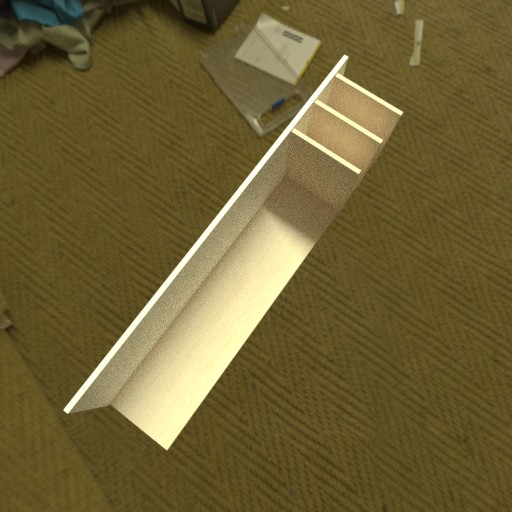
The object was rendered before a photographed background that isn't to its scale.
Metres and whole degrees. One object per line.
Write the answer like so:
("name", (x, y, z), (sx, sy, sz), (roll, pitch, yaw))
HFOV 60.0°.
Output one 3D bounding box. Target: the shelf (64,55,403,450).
("shelf", (0.000, 0.000, 1.110), (0.200, 0.300, 1.020), (35, 78, 9))
